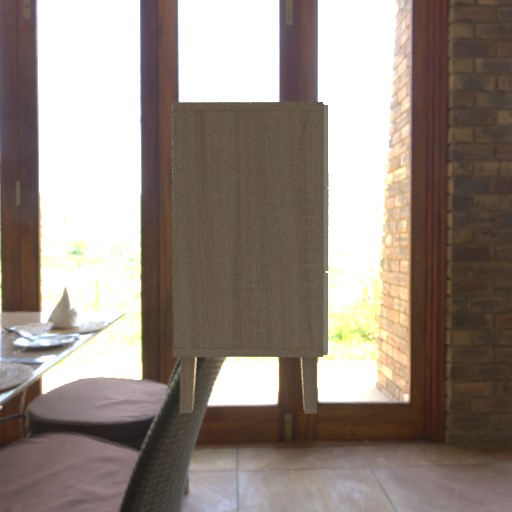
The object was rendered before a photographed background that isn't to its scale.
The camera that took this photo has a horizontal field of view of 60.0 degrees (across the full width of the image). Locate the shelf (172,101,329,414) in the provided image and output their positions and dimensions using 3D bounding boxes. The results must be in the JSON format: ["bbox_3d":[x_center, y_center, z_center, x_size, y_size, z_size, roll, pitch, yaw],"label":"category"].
[{"bbox_3d":[0.000,0.000,1.838,0.400,0.780,1.490,0,1,0],"label":"shelf"}]
